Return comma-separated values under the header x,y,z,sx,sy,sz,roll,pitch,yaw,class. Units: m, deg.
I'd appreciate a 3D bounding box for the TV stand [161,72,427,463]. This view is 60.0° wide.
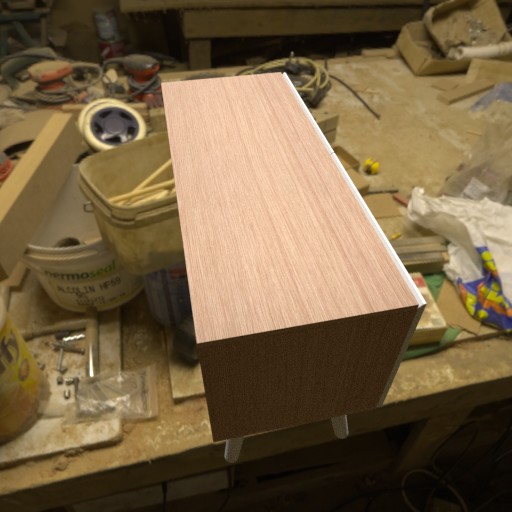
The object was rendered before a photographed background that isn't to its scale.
x,y,z,sx,sy,sz,roll,pitch,yaw,class
0.000,0.000,1.324,0.407,0.660,0.991,-9,46,-8,TV stand
